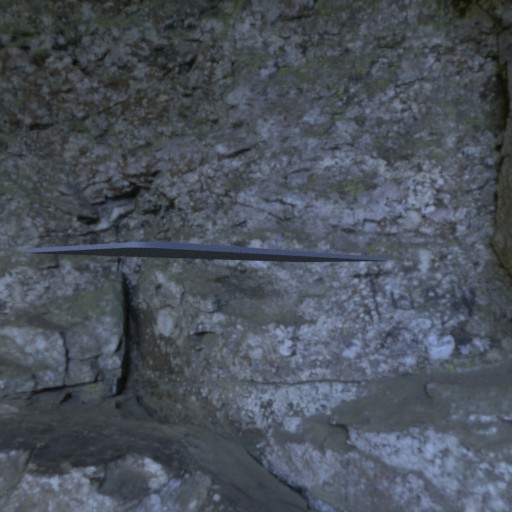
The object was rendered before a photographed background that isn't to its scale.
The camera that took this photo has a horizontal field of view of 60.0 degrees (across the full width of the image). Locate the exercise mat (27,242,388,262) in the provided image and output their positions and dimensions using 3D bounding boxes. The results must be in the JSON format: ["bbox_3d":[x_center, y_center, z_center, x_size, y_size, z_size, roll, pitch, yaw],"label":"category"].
[{"bbox_3d":[0.000,0.000,2.081,0.616,0.021,1.884,-1,-3,36],"label":"exercise mat"}]
